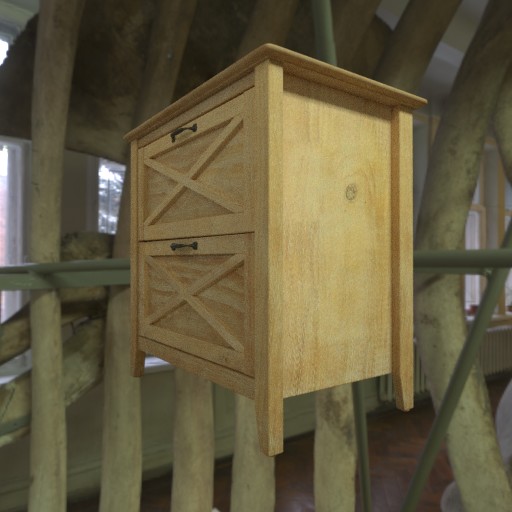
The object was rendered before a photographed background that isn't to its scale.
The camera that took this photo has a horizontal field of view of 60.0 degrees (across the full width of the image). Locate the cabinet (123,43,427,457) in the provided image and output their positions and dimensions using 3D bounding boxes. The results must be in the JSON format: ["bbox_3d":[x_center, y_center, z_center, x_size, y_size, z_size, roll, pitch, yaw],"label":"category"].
[{"bbox_3d":[0.000,0.000,1.248,0.503,0.762,0.763,0,-1,-36],"label":"cabinet"}]
